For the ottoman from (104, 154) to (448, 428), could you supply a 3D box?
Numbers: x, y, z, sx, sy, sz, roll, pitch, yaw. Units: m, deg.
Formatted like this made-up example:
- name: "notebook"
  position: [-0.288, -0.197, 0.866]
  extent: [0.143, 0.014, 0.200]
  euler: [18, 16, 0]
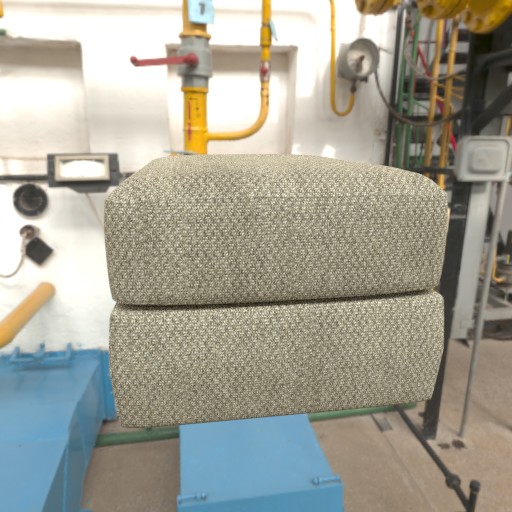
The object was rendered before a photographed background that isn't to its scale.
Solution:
- name: "ottoman"
  position: [0.000, 0.000, 1.094]
  extent: [0.603, 0.476, 0.751]
  euler: [-2, 15, -8]
